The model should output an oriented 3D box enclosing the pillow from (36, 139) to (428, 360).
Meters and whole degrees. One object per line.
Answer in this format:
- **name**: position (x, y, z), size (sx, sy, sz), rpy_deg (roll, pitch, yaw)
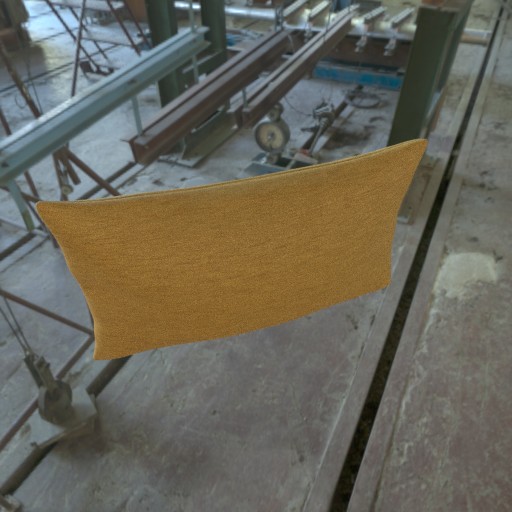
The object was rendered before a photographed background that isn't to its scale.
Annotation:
- **pillow**: position (0.000, 0.000, 0.787), size (0.634, 0.354, 0.210), rpy_deg (-13, 42, -14)
